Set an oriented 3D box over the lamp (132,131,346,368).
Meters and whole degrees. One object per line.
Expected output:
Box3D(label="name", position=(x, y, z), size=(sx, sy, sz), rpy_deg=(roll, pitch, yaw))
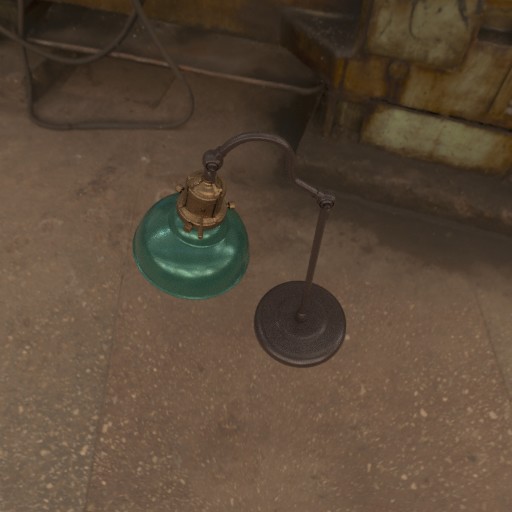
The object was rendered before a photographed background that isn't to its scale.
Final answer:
Box3D(label="lamp", position=(0.000, 0.000, 0.711), size=(0.374, 0.508, 0.192), rpy_deg=(1, 57, 0))
